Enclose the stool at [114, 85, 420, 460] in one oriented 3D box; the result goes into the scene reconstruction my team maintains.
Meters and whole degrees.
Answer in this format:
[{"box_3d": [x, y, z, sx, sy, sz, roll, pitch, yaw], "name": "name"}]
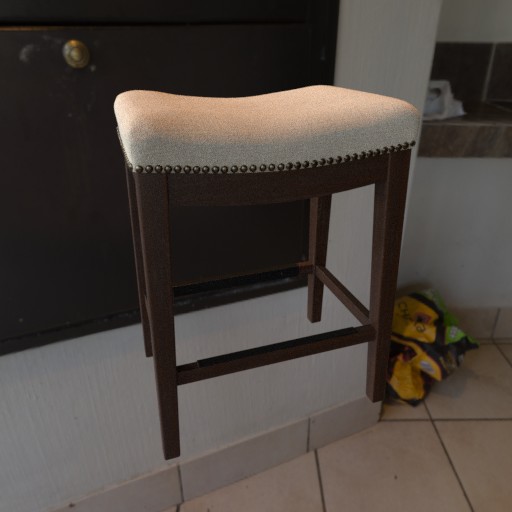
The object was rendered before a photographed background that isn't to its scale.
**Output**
[{"box_3d": [0.000, 0.000, 0.962, 0.509, 0.669, 0.363, -9, 28, -17], "name": "stool"}]
